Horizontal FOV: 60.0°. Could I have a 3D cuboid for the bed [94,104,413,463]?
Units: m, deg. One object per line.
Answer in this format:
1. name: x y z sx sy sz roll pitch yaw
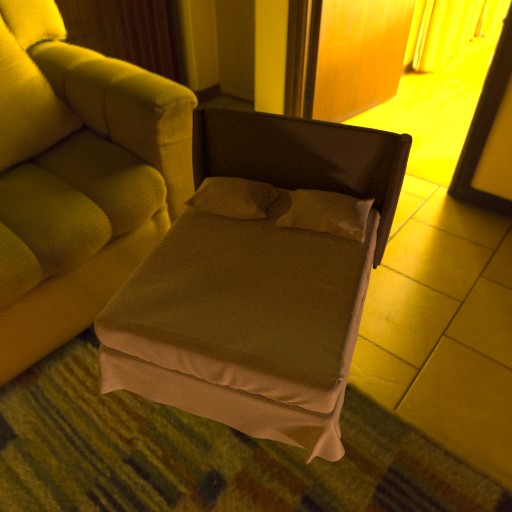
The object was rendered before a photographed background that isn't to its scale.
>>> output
1. bed: 0.000 0.000 3.438 1.925 1.332 2.276 13 43 14
